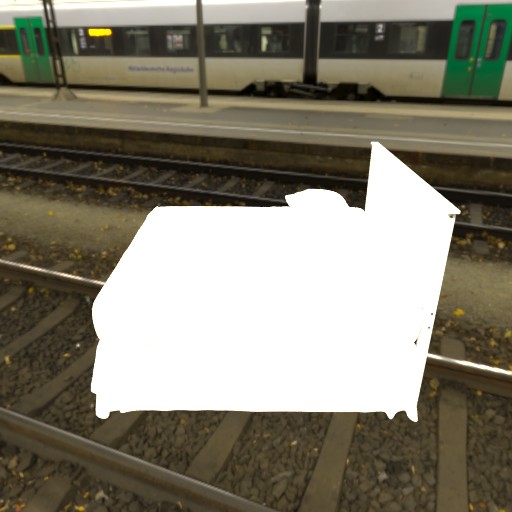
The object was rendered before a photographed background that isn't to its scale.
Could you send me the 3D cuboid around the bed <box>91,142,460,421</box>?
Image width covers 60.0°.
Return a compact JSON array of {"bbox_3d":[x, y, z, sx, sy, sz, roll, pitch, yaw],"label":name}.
[{"bbox_3d":[0.000,0.000,3.133,2.047,1.269,1.876,0,26,0],"label":"bed"}]
